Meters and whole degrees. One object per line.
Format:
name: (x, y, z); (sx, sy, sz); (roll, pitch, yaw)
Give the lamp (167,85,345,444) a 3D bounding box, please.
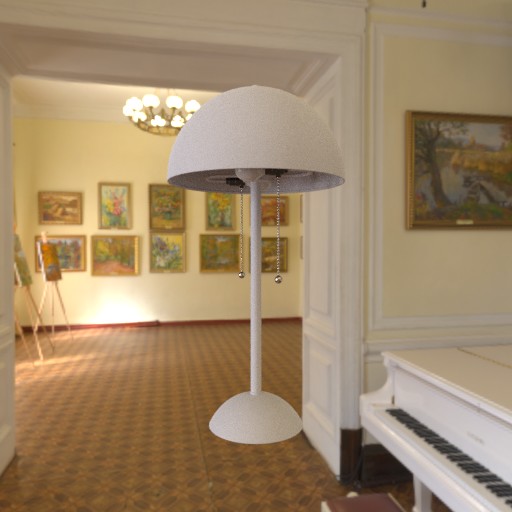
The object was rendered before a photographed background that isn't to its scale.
lamp: (0.000, 0.000, 0.434); (0.171, 0.330, 0.171); (0, 1, 0)
